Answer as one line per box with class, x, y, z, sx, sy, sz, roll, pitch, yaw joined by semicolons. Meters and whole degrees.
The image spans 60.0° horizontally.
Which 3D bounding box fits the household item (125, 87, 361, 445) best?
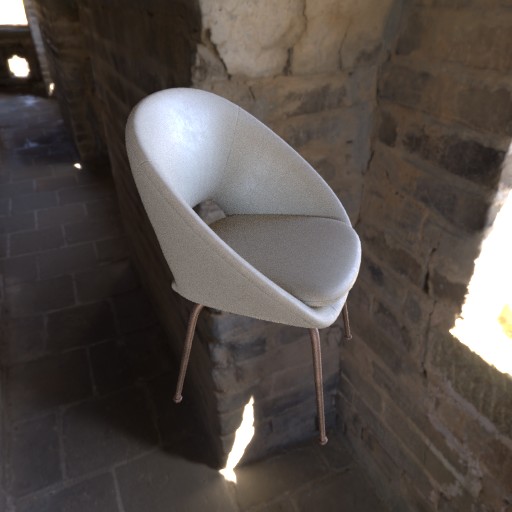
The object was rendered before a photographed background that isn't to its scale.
household item;0.000;0.000;1.254;0.573;0.852;0.623;10;33;16
